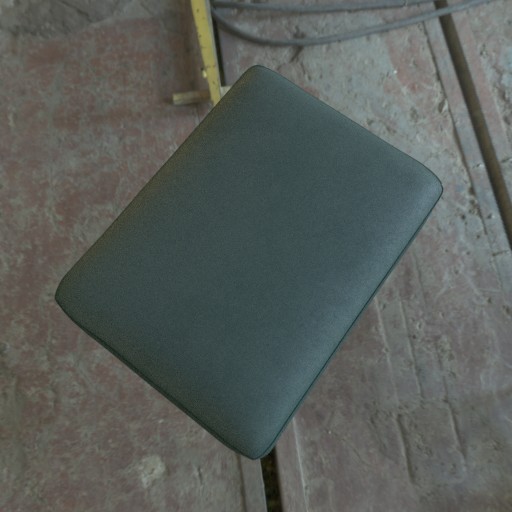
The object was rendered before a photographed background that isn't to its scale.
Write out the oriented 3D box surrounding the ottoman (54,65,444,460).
[{"bbox_3d":[0.000,0.000,1.185,0.608,0.449,0.811,36,77,9],"label":"ottoman"}]
